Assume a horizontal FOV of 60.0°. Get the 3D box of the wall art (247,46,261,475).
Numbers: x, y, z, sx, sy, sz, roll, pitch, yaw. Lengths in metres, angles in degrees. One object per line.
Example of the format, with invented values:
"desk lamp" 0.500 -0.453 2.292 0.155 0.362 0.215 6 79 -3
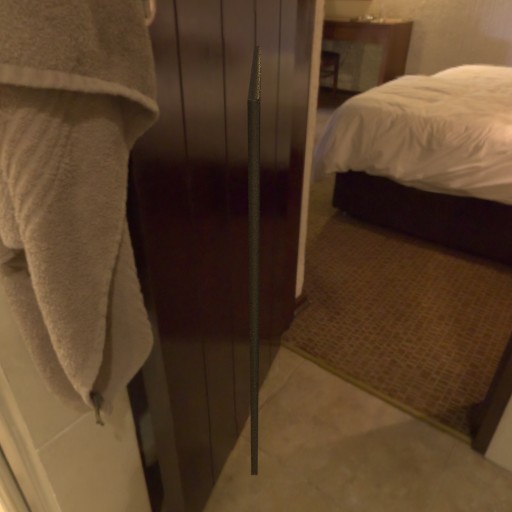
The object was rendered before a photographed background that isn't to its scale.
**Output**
"wall art" 0.000 0.000 0.826 0.012 0.661 0.451 0 32 1
